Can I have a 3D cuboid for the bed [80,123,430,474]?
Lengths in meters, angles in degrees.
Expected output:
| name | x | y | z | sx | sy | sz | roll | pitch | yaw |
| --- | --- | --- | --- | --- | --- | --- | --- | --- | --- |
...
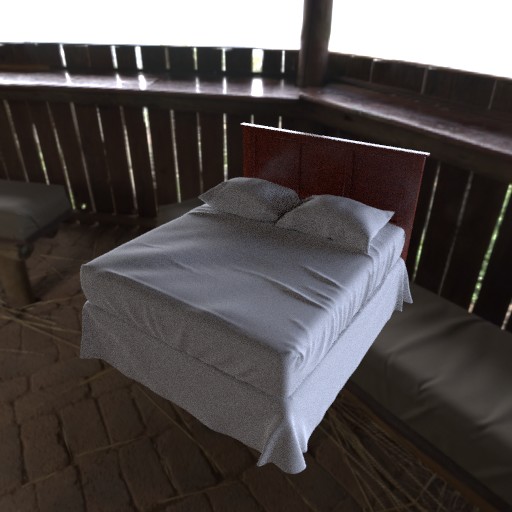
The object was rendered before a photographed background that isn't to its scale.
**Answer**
| name | x | y | z | sx | sy | sz | roll | pitch | yaw |
| --- | --- | --- | --- | --- | --- | --- | --- | --- | --- |
| bed | 0.000 | 0.000 | 3.174 | 1.870 | 1.270 | 2.050 | 19 | 35 | 29 |
